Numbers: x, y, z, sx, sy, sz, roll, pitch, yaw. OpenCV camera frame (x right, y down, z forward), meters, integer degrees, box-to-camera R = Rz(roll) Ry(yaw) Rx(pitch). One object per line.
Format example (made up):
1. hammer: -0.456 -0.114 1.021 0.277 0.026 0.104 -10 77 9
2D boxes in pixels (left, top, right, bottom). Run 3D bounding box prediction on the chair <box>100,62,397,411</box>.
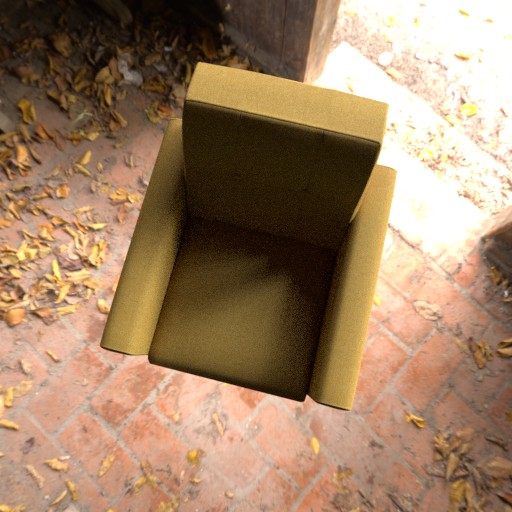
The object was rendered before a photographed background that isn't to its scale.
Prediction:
1. chair: 0.000 0.000 1.582 0.831 0.841 0.909 13 78 3
